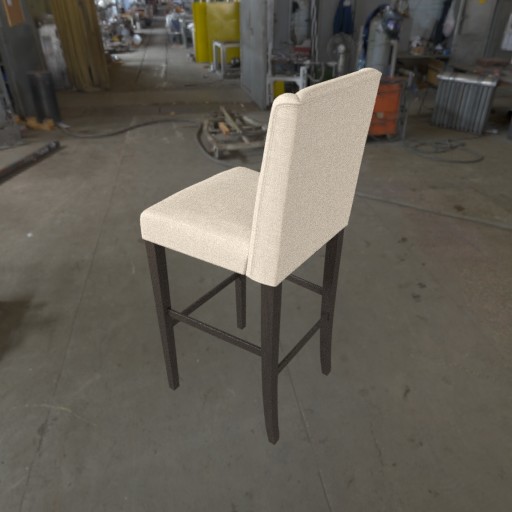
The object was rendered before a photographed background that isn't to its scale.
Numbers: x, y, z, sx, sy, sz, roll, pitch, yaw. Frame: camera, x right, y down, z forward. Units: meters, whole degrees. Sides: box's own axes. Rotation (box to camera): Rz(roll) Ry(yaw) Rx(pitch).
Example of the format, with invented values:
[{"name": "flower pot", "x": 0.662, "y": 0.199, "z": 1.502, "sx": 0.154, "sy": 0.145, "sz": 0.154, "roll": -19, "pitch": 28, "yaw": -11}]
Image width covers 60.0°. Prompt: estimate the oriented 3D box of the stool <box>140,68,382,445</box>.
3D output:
[{"name": "stool", "x": 0.000, "y": 0.000, "z": 1.414, "sx": 0.509, "sy": 1.116, "sz": 0.474, "roll": 20, "pitch": 37, "yaw": 30}]
